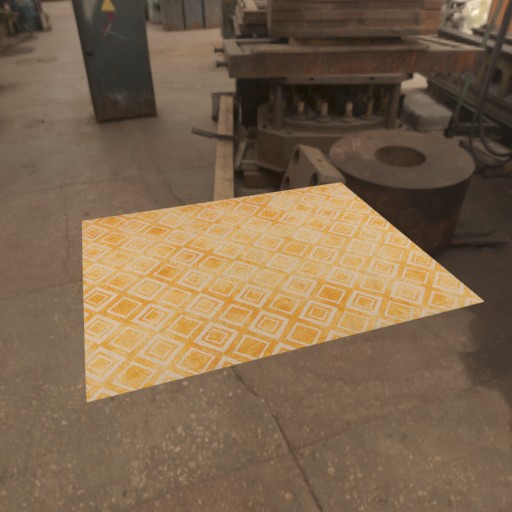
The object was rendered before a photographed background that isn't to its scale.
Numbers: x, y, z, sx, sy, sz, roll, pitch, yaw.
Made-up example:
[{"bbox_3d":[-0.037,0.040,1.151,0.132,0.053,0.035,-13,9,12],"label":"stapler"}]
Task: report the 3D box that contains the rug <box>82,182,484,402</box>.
[{"bbox_3d":[0.000,0.000,4.095,3.037,0.011,2.433,-11,35,-16],"label":"rug"}]
